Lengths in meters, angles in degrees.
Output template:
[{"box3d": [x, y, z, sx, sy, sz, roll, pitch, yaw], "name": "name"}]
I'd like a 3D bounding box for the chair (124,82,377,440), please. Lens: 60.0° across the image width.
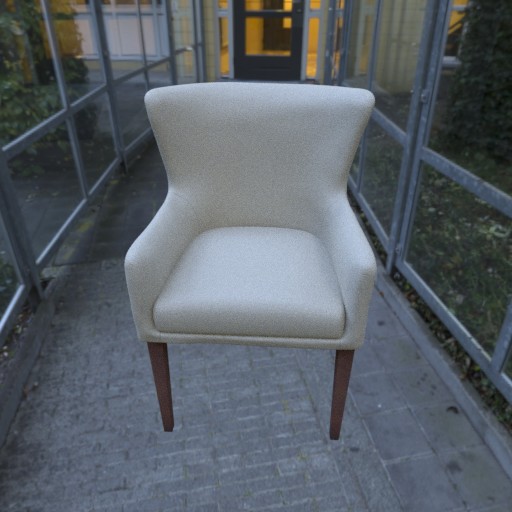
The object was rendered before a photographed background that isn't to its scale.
[{"box3d": [0.000, 0.000, 1.398, 0.660, 0.952, 0.686, 2, 30, 3], "name": "chair"}]
